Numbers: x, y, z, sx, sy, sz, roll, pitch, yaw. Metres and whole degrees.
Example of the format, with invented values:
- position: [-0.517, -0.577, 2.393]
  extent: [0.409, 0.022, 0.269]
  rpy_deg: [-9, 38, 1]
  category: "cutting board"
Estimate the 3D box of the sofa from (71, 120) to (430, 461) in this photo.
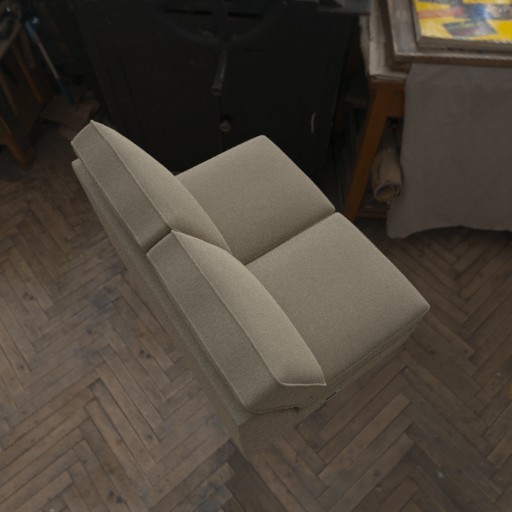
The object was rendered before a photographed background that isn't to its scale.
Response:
- position: [0.000, 0.000, 1.918]
  extent: [0.951, 1.008, 1.237]
  rpy_deg: [-31, 63, -17]
  category: "sofa"
